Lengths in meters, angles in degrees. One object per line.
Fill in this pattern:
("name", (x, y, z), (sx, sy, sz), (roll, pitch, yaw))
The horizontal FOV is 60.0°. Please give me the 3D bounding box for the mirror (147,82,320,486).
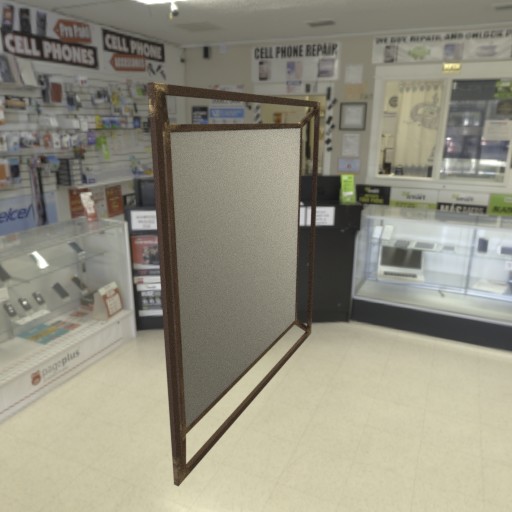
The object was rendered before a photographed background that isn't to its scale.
("mirror", (0.000, 0.000, 0.895), (0.032, 0.610, 0.610), (8, 19, 26))
